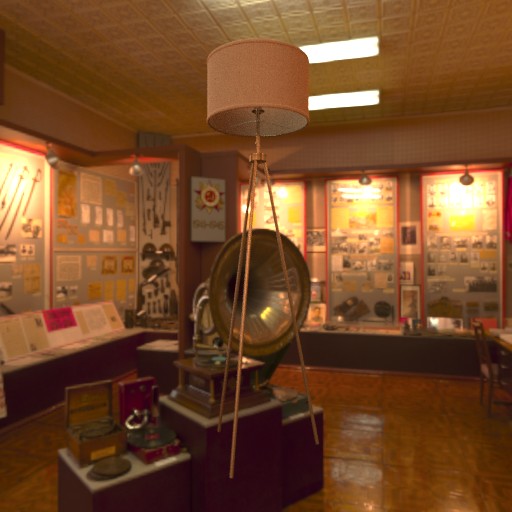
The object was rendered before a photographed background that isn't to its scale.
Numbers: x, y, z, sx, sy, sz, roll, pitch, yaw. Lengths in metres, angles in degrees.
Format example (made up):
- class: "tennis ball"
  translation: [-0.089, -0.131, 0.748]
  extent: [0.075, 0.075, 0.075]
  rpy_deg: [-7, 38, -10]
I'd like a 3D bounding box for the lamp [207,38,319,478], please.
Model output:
- class: "lamp"
  translation: [0.000, 0.000, 1.751]
  extent: [0.449, 1.545, 0.460]
  rpy_deg: [0, 0, 18]
